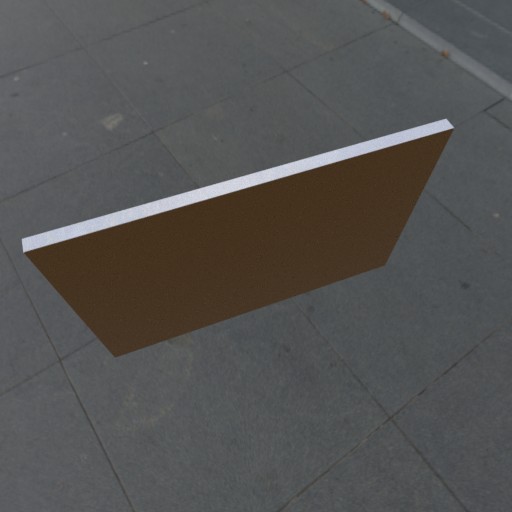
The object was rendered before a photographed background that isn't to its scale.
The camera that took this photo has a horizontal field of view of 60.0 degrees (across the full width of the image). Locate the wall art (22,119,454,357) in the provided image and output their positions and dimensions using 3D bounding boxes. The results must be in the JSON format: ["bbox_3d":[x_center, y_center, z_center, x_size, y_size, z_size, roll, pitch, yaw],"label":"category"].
[{"bbox_3d":[0.000,0.000,1.448,1.145,0.762,0.041,-18,61,-10],"label":"wall art"}]
